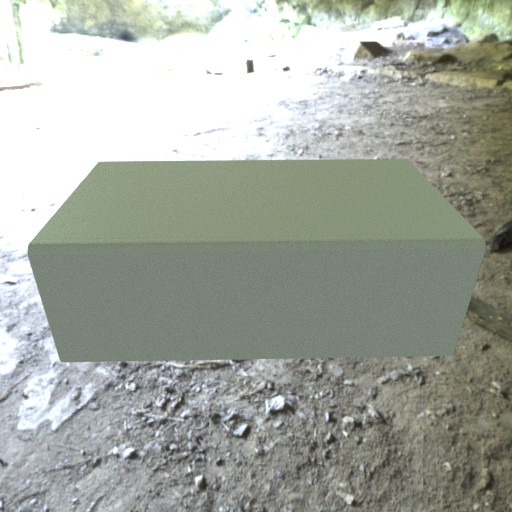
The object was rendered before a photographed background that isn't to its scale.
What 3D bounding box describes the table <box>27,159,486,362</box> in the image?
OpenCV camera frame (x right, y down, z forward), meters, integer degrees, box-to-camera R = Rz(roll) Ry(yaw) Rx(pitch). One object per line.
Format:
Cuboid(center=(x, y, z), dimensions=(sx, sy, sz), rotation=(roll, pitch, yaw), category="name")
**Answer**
Cuboid(center=(0.000, 0.000, 1.435), dimensions=(1.097, 0.442, 0.639), rotation=(-1, 31, -1), category="table")
